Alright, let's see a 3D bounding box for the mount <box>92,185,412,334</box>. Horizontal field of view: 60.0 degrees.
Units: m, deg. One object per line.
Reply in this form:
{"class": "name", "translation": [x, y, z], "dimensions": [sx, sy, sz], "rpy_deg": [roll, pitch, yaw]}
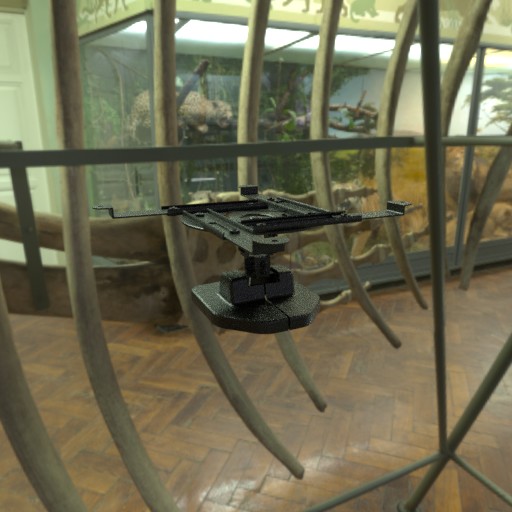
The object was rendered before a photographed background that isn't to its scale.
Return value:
{"class": "mount", "translation": [0.000, 0.000, 0.601], "dimensions": [0.394, 0.141, 0.394], "rpy_deg": [-7, 18, -24]}
